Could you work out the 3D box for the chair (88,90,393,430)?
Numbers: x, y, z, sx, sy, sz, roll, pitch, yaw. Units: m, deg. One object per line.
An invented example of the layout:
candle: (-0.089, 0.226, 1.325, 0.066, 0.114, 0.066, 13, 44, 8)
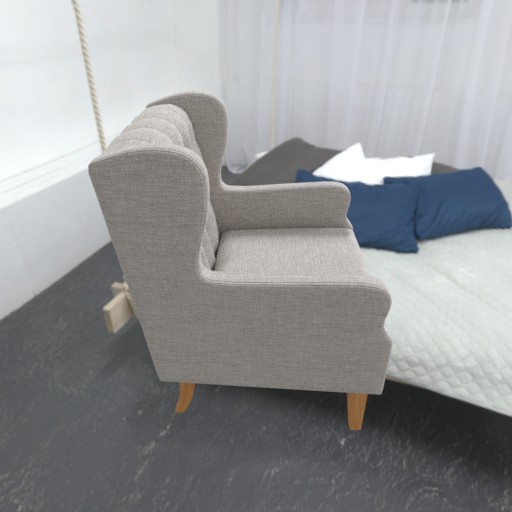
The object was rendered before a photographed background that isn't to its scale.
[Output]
chair: (0.000, 0.000, 1.473, 0.760, 0.930, 0.710, 1, 31, 1)
